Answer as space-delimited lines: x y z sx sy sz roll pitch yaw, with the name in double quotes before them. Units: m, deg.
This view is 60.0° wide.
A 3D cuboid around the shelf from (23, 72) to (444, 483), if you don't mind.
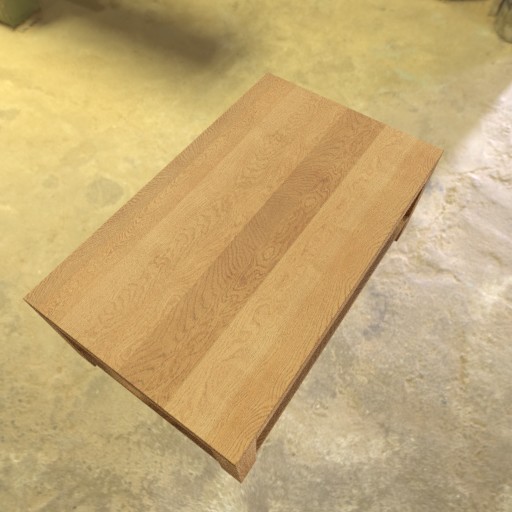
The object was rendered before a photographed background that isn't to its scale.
"shelf" 0.000 0.000 1.503 0.700 0.450 1.150 31 63 18
